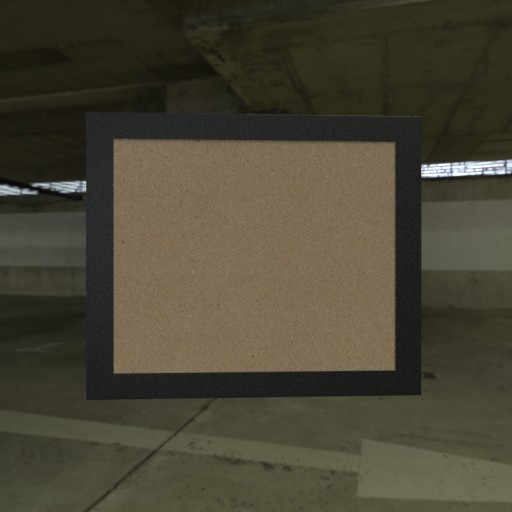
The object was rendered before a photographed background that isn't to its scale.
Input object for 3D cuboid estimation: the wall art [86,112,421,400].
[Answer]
[{"bbox_3d":[0.000,0.000,0.517,0.381,0.321,0.028,0,0,-3],"label":"wall art"}]
